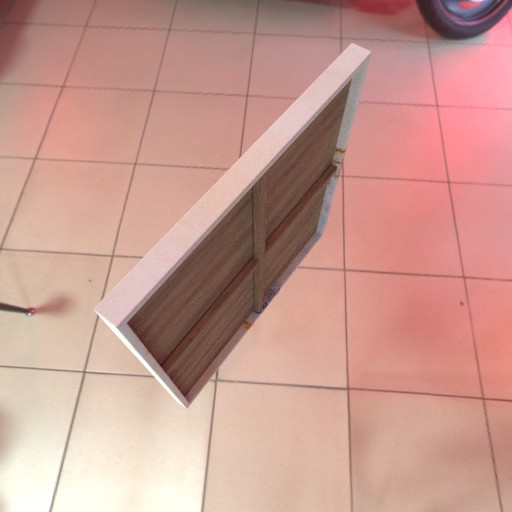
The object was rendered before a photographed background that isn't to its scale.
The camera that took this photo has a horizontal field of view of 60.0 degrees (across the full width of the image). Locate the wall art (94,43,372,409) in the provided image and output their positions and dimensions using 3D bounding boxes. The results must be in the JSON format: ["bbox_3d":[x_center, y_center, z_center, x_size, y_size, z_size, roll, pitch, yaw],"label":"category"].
[{"bbox_3d":[0.000,0.000,1.592,0.071,1.061,1.061,33,67,16],"label":"wall art"}]
